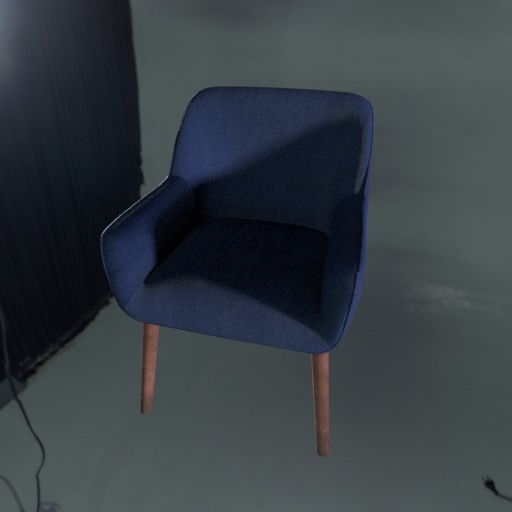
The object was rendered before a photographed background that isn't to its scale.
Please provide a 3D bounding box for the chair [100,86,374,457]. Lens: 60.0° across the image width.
[{"bbox_3d":[0.000,0.000,1.256,0.600,0.820,0.600,8,31,13],"label":"chair"}]
